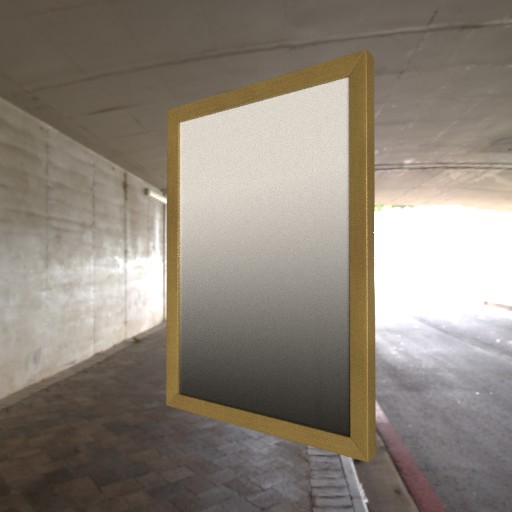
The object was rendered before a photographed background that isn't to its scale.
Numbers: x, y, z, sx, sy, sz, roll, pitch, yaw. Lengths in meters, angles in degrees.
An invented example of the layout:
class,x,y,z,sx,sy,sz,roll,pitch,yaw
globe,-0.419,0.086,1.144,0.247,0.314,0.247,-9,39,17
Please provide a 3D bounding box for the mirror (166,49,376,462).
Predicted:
class,x,y,z,sx,sy,sz,roll,pitch,yaw
mirror,0.000,0.000,0.929,0.507,0.710,0.040,-1,-1,37
